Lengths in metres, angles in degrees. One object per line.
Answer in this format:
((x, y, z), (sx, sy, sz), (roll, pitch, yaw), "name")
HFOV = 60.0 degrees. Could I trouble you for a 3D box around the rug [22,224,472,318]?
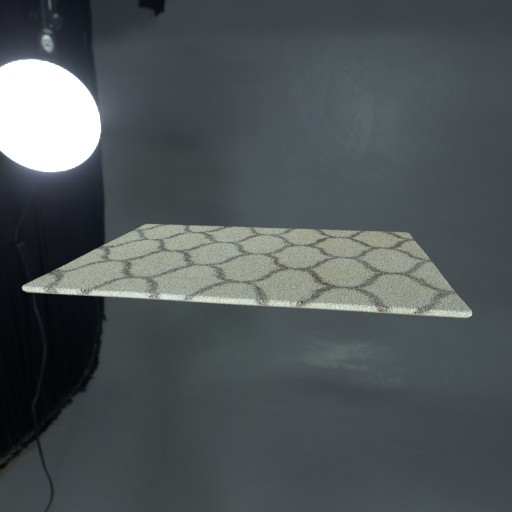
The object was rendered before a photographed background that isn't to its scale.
((0.000, 0.000, 2.112), (1.600, 0.025, 1.200), (2, 16, 9), "rug")
